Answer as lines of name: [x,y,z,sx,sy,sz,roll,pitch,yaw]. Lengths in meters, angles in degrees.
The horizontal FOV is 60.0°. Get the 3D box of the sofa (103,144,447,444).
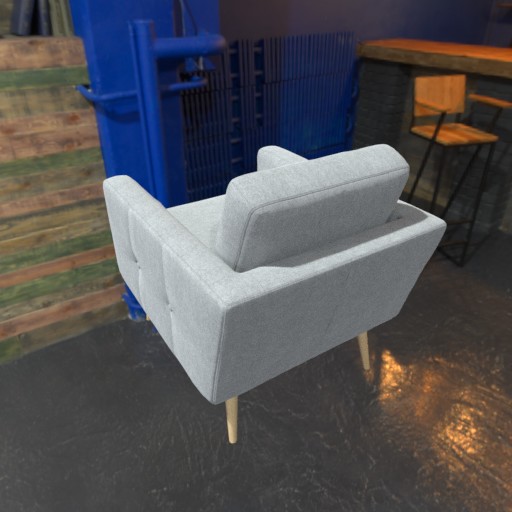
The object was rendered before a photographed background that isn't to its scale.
sofa: [0.000,0.000,1.543,0.770,0.860,0.920,-18,35,-28]
